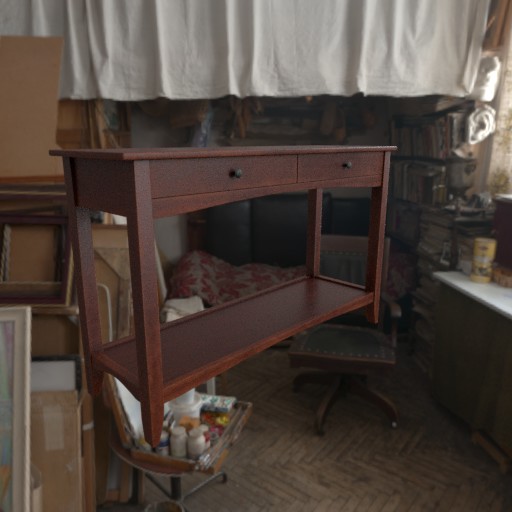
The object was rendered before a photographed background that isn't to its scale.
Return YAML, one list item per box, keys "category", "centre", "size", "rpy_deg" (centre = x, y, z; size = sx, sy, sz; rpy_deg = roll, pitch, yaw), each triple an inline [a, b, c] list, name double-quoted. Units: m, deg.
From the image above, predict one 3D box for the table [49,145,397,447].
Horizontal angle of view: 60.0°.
- category: "table"
  centre: [0.000, 0.000, 1.556]
  size: [0.392, 0.739, 1.188]
  rpy_deg: [14, 20, 43]
